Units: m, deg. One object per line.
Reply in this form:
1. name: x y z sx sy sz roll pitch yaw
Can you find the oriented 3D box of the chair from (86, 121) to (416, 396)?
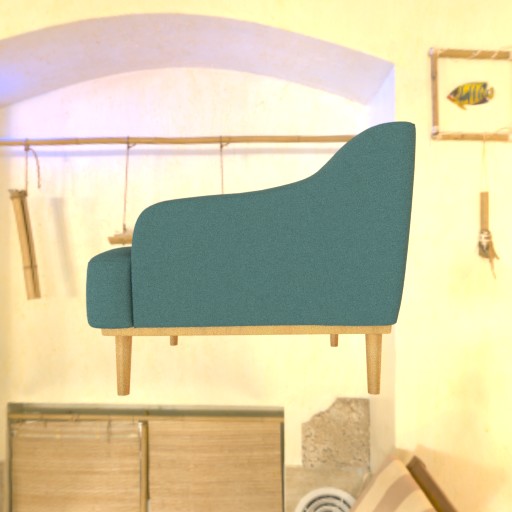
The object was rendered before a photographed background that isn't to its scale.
1. chair: 0.000 0.000 1.674 0.951 0.818 0.946 0 0 1
